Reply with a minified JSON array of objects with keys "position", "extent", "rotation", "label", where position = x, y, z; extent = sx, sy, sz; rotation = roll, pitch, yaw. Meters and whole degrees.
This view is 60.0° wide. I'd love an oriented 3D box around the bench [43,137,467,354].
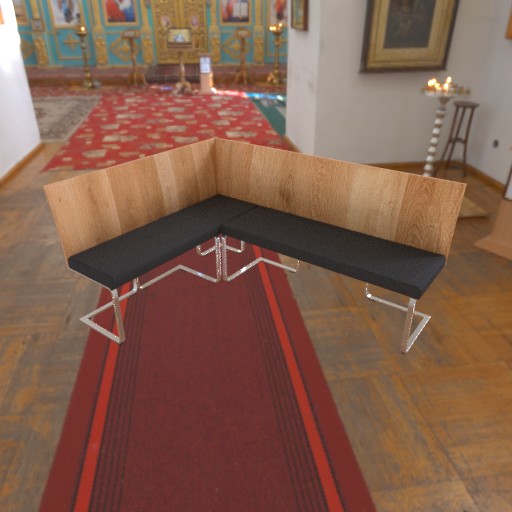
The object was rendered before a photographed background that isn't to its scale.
[{"position":[0.000,0.000,2.779],"extent":[1.945,0.930,1.495],"rotation":[19,33,32],"label":"bench"}]
